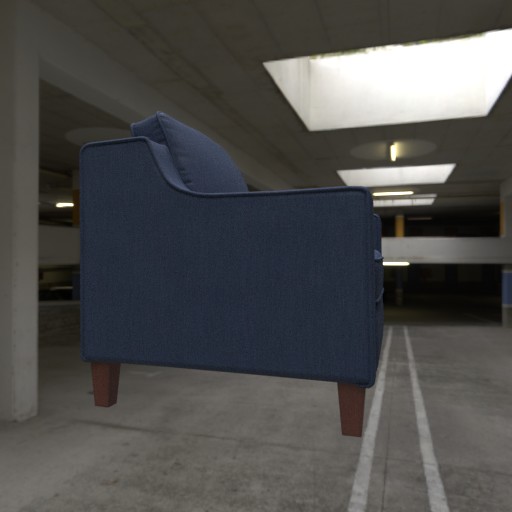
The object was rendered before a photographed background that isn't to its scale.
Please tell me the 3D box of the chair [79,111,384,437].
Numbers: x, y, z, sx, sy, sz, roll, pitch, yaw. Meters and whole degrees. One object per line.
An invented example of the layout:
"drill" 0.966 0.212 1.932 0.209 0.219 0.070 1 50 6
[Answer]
"chair" 0.000 0.000 1.647 0.909 0.960 0.831 0 0 17
